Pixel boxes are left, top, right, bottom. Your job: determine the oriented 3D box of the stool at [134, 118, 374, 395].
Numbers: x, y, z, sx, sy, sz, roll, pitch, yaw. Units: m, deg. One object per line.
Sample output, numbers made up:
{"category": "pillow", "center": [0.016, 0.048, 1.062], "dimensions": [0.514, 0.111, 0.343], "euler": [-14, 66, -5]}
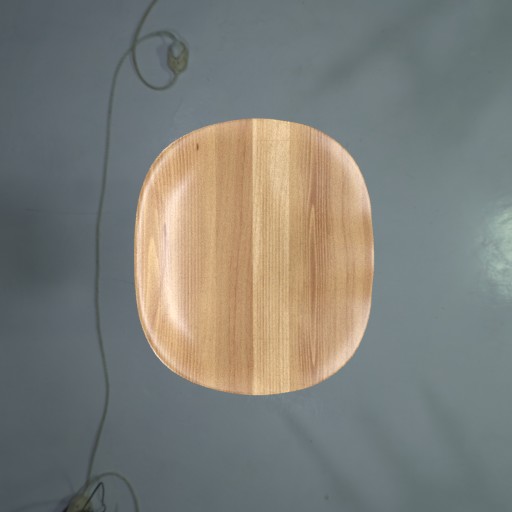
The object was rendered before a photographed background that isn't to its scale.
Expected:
{"category": "stool", "center": [0.000, 0.000, 0.962], "dimensions": [0.401, 0.679, 0.480], "euler": [0, 90, 0]}
